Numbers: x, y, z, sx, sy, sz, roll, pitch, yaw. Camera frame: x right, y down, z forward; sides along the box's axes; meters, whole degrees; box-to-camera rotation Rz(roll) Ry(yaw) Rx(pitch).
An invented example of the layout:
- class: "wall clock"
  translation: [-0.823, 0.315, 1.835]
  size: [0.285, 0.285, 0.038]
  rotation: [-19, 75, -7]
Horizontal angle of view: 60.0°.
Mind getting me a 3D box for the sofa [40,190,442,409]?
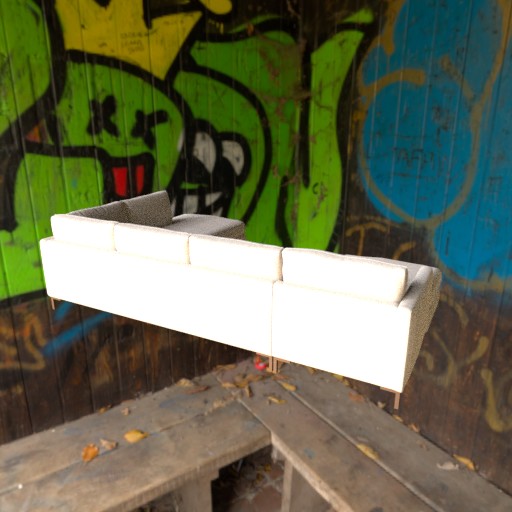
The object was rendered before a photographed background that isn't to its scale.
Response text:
- class: "sofa"
  translation: [0.000, 0.000, 3.544]
  size: [2.737, 0.756, 1.879]
  rotation: [9, 20, 27]
